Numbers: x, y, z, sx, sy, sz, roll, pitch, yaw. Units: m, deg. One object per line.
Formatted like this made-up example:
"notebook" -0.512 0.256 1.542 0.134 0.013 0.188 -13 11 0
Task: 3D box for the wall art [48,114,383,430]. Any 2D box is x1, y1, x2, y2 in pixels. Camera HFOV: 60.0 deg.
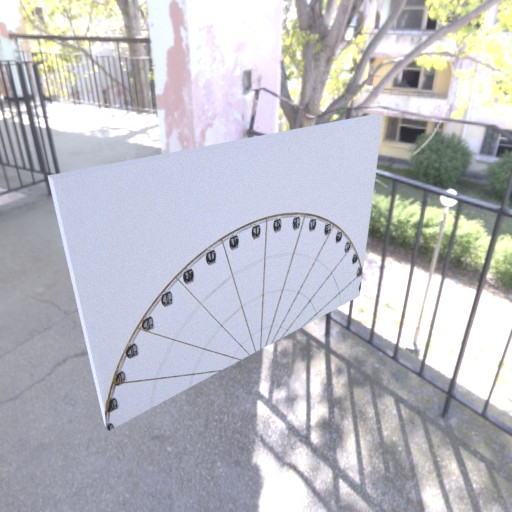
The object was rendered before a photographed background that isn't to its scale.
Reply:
"wall art" 0.000 0.000 1.453 1.144 0.767 0.038 -21 34 -34
